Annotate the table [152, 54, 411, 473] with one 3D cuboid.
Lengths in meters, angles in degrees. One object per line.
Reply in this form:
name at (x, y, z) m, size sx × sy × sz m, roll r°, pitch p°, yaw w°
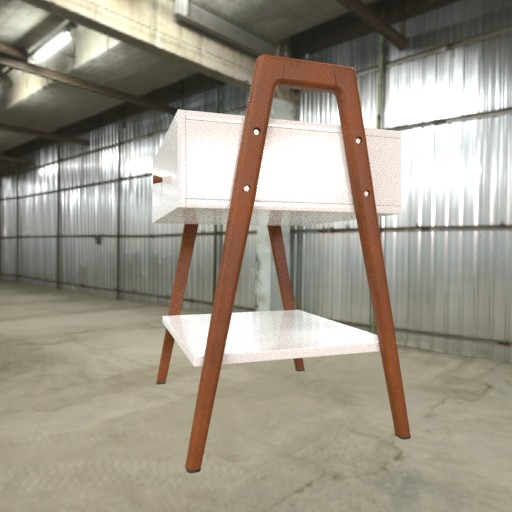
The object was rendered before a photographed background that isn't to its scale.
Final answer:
table at (0.000, 0.000, 0.896) m, size 0.405 × 0.610 × 0.457 m, roll 0°, pitch 1°, yaw -18°
